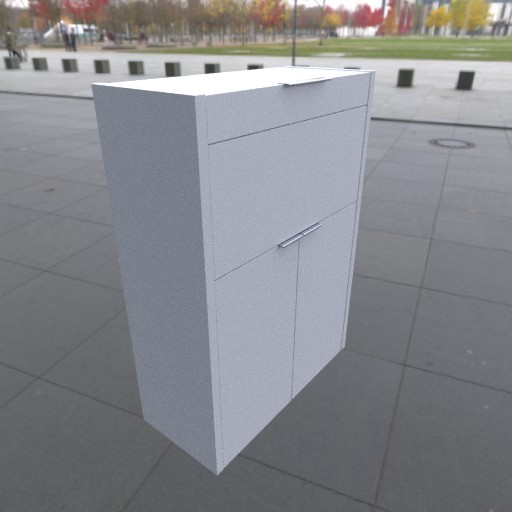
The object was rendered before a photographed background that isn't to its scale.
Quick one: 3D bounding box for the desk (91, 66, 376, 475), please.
[{"bbox_3d":[0.000,0.000,1.579,0.390,1.190,0.850,20,33,34],"label":"desk"}]
